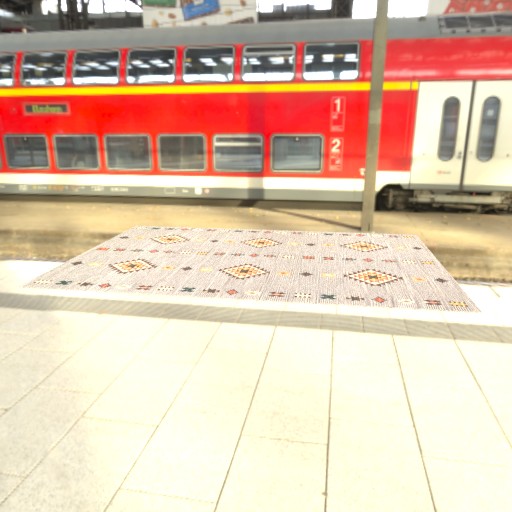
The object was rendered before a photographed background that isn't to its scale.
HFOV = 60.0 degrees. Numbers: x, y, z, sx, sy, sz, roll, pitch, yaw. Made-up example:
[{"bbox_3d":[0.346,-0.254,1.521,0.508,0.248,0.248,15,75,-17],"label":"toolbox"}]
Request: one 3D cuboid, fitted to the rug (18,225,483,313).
[{"bbox_3d":[0.000,0.000,2.287,1.818,0.005,1.217,2,16,8],"label":"rug"}]
